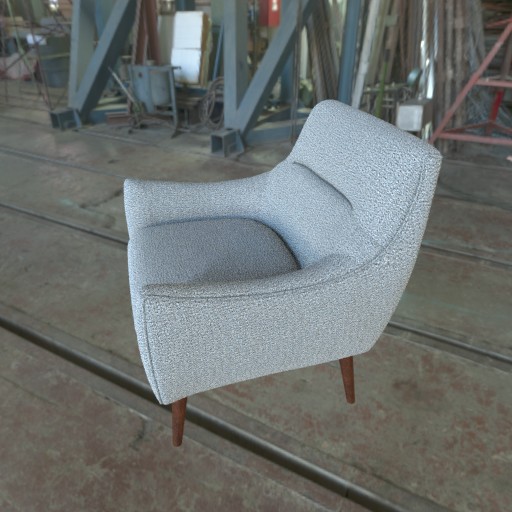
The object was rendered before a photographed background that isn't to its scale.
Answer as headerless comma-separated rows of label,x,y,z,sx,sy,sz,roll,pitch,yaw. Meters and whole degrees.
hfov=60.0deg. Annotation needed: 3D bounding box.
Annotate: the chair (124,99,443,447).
chair,0.000,0.000,1.408,0.787,0.838,0.762,-8,32,-14
